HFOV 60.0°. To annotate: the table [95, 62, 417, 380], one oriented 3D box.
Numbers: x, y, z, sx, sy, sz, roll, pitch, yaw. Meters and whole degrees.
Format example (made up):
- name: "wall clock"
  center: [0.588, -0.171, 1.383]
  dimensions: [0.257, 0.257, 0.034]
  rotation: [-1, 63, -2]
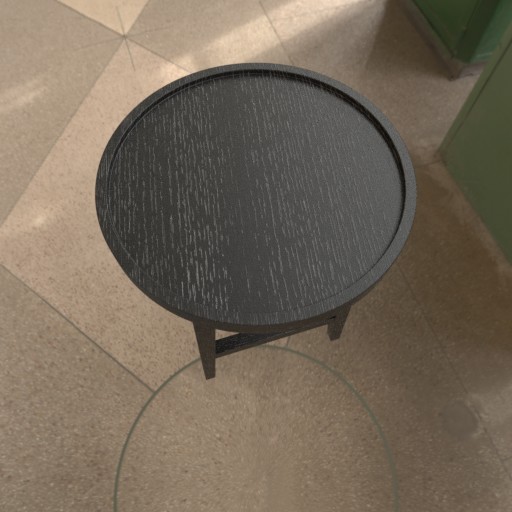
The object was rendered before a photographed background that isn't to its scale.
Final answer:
- name: "table"
  center: [0.000, 0.000, 0.760]
  dimensions: [0.399, 0.460, 0.399]
  rotation: [0, 63, 0]
